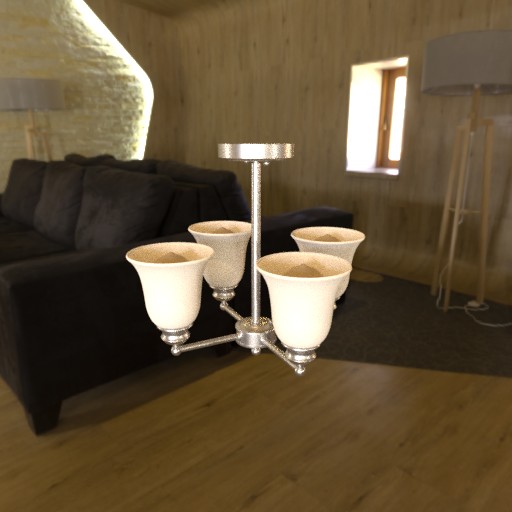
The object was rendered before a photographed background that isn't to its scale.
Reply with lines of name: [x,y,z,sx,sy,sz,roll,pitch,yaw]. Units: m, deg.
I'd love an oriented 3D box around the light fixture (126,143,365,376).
light fixture: [0.000,0.000,0.753,0.427,0.370,0.427,-7,17,-26]
